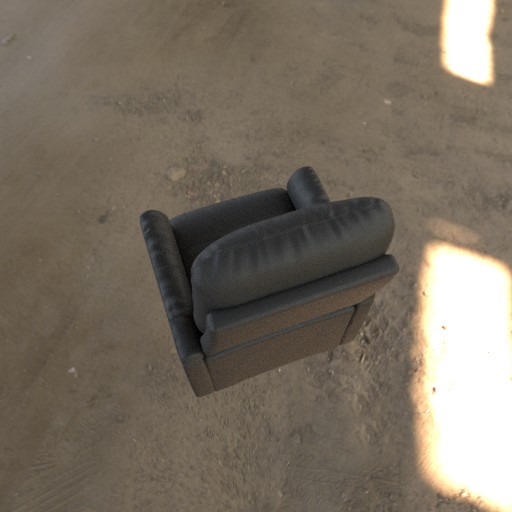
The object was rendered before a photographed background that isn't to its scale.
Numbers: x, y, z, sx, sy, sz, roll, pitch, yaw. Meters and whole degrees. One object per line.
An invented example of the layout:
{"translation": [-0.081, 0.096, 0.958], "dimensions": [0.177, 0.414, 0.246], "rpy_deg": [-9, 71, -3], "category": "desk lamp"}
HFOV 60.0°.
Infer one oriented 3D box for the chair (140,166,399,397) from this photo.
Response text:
{"translation": [0.000, 0.000, 1.700], "dimensions": [0.775, 1.082, 0.831], "rpy_deg": [-17, 59, -11], "category": "chair"}
